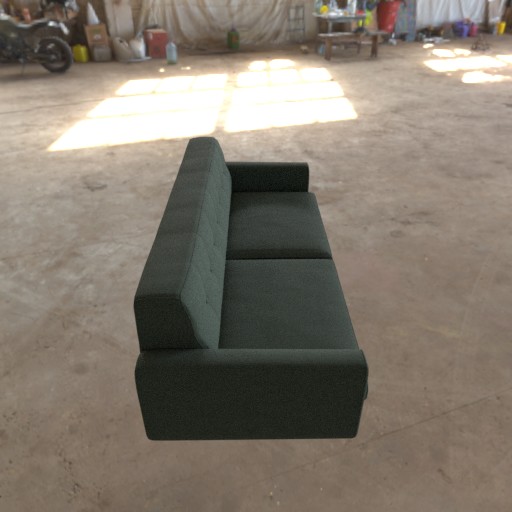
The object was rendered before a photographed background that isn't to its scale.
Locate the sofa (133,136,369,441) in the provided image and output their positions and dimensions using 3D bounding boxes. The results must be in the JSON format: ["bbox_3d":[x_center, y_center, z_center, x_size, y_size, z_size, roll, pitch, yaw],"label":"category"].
[{"bbox_3d":[0.000,0.000,2.515,0.909,0.841,2.029,0,33,-1],"label":"sofa"}]
